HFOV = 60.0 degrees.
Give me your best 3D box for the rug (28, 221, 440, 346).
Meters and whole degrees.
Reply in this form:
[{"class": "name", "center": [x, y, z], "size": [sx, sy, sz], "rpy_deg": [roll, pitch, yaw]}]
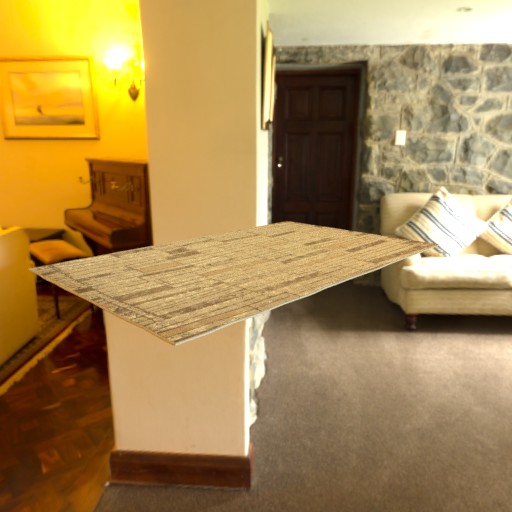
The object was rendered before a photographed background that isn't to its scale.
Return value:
[{"class": "rug", "center": [0.000, 0.000, 3.038], "size": [1.531, 0.023, 2.444], "rpy_deg": [13, 19, 43]}]
